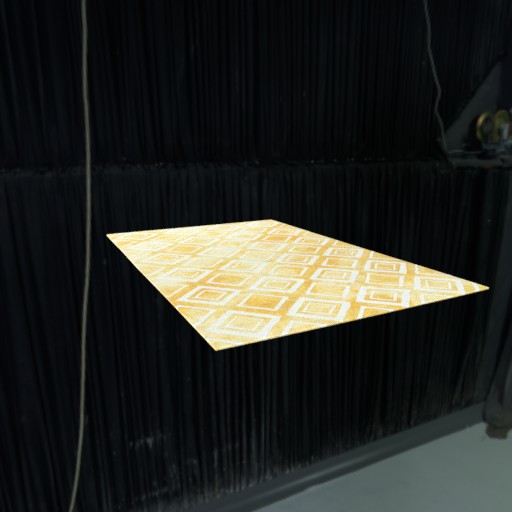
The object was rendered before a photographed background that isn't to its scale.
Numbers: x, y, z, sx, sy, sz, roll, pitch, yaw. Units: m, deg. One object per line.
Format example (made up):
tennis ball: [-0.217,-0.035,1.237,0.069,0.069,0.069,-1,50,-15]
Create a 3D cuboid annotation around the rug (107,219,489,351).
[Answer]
rug: [0.000,0.000,2.331,1.213,0.010,1.829,-7,16,-26]
